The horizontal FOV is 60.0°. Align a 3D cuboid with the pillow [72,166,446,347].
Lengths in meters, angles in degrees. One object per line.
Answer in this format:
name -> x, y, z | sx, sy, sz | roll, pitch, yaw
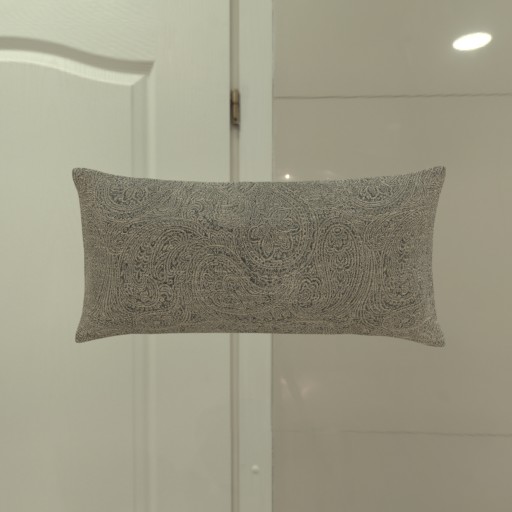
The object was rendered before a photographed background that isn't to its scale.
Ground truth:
pillow -> 0.000, 0.000, 0.733 | 0.615, 0.295, 0.151 | 0, 1, 2
